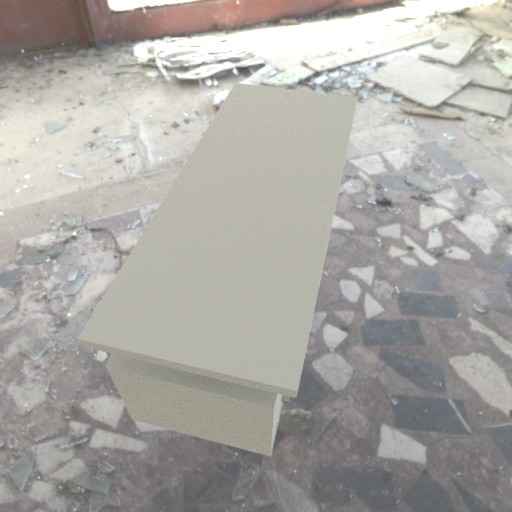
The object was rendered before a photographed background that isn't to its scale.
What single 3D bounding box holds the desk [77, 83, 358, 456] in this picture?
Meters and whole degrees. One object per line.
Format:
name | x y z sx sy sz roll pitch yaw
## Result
desk | 0.000 0.000 1.930 0.603 0.773 1.530 11 48 10
